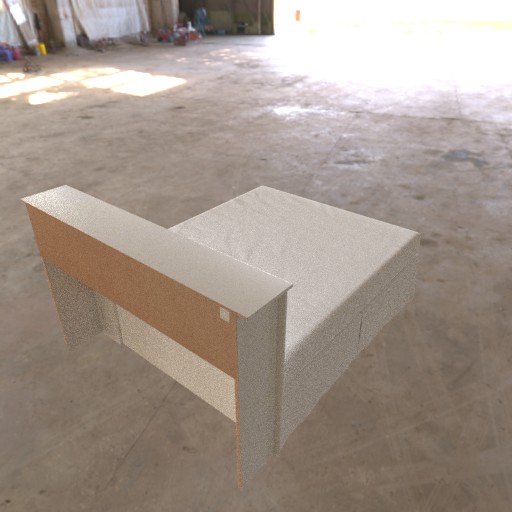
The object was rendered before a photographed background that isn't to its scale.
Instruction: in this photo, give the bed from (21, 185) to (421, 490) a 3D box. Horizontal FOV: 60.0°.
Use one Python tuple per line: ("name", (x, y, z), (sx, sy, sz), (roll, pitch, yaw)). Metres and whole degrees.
("bed", (0.000, 0.000, 3.016), (1.671, 1.092, 2.133), (23, 37, 33))
